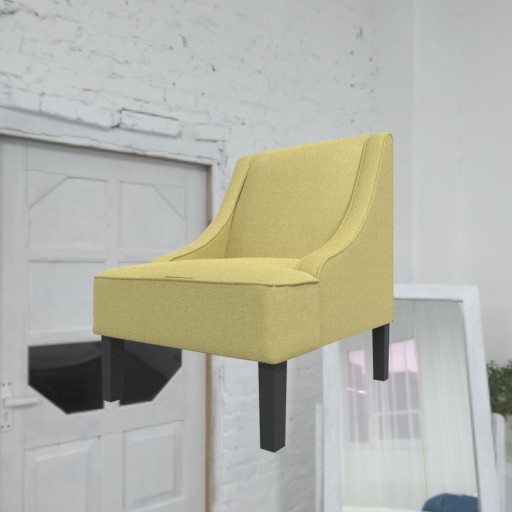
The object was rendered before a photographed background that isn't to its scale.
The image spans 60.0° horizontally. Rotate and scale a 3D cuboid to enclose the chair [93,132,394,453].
[{"bbox_3d":[0.000,0.000,1.496,0.696,0.896,0.814,0,0,36],"label":"chair"}]
